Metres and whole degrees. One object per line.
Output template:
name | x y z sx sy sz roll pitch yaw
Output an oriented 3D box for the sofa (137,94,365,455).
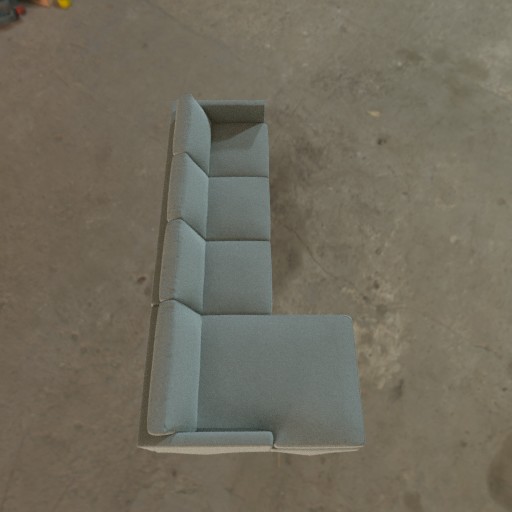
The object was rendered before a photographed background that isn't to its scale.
sofa | 0.000 0.000 3.931 1.650 0.922 3.205 0 63 0
